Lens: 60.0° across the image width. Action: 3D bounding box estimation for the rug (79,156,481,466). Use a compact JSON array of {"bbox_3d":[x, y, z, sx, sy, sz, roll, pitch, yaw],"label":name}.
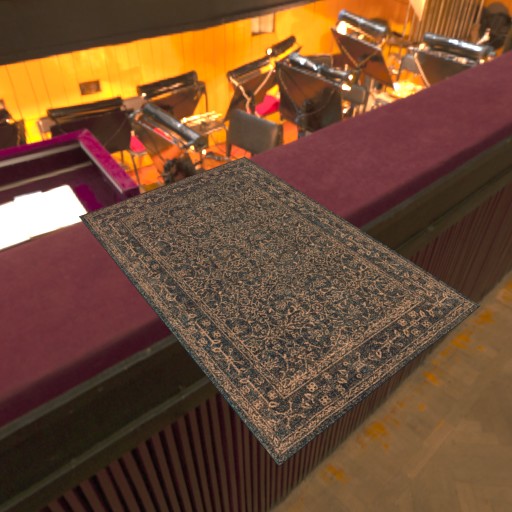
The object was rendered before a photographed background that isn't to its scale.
[{"bbox_3d":[0.000,0.000,2.297,1.200,0.005,1.819,-26,47,-28],"label":"rug"}]
